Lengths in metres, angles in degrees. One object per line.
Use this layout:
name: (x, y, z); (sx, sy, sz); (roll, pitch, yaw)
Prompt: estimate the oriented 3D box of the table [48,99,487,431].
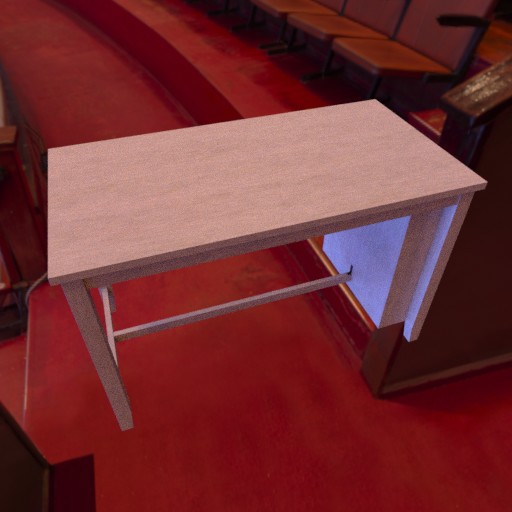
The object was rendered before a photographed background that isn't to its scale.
table: (0.000, 0.000, 1.869); (1.397, 0.874, 0.729); (-13, 44, -14)
